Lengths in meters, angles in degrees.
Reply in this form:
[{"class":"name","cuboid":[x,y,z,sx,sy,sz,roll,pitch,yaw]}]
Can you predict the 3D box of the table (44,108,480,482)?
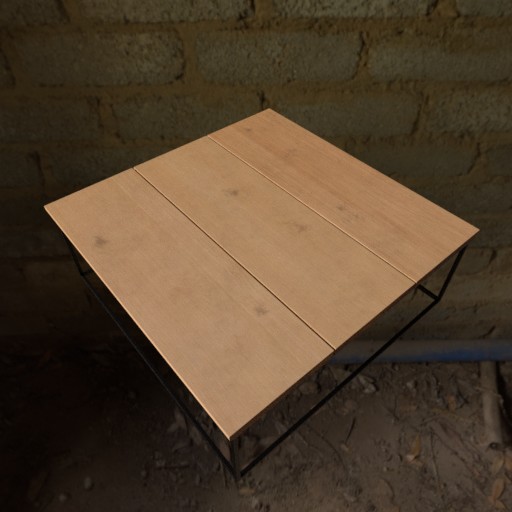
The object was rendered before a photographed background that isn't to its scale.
[{"class":"table","cuboid":[0.000,0.000,1.723,1.100,0.400,1.100,-32,54,-26]}]
